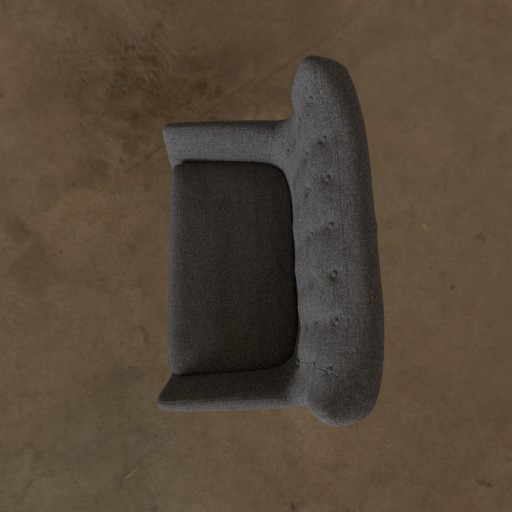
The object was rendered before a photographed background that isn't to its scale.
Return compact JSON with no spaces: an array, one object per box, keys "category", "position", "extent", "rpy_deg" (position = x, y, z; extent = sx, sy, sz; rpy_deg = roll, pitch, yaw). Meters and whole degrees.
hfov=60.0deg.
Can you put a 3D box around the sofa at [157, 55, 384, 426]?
[{"category":"sofa","position":[0.000,0.000,2.027],"extent":[0.874,1.028,1.358],"rpy_deg":[-2,77,0]}]
